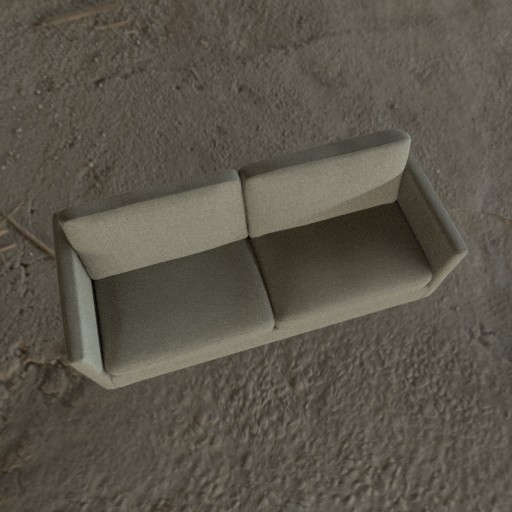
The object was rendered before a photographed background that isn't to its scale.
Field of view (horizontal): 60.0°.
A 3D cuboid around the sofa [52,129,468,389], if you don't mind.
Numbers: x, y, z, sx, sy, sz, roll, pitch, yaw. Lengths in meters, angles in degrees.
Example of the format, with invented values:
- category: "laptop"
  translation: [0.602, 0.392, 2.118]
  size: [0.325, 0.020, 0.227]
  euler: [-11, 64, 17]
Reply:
- category: "sofa"
  translation: [0.000, 0.000, 2.729]
  size: [2.208, 0.960, 0.956]
  euler: [-15, 64, -7]
